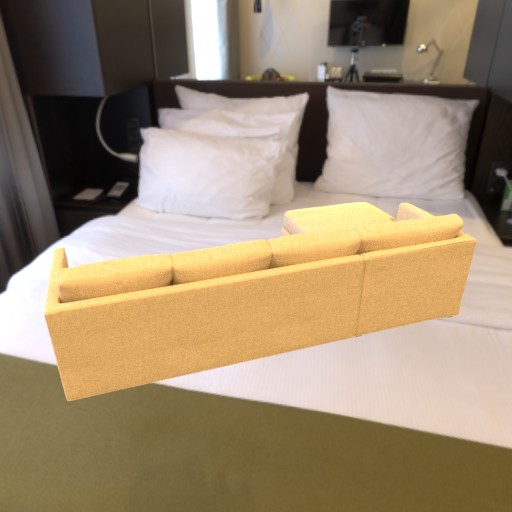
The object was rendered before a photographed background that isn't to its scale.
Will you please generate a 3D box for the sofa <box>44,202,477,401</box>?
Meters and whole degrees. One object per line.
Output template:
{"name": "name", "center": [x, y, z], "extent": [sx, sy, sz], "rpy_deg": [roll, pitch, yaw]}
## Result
{"name": "sofa", "center": [0.000, 0.000, 3.862], "extent": [3.205, 0.922, 1.650], "rpy_deg": [-9, 28, -17]}
